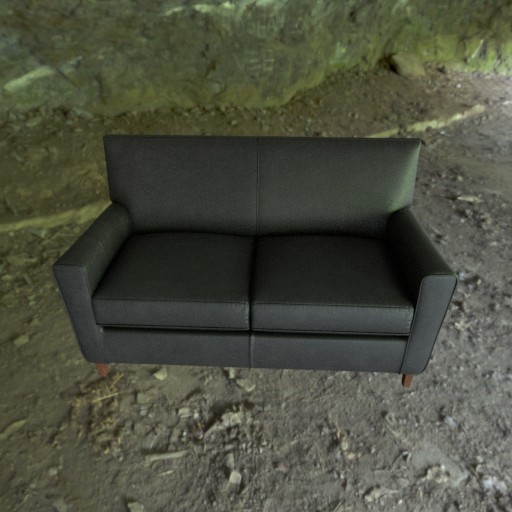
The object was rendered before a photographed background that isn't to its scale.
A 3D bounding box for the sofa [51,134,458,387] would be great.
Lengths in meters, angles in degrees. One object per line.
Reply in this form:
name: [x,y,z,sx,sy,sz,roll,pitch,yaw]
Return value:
sofa: [0.000,0.000,1.969,1.473,0.871,0.787,1,30,2]
